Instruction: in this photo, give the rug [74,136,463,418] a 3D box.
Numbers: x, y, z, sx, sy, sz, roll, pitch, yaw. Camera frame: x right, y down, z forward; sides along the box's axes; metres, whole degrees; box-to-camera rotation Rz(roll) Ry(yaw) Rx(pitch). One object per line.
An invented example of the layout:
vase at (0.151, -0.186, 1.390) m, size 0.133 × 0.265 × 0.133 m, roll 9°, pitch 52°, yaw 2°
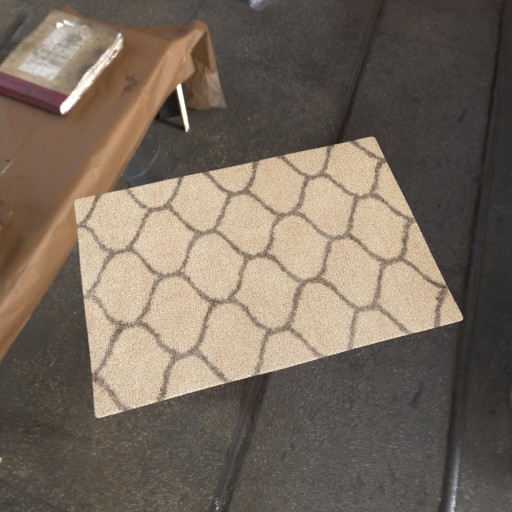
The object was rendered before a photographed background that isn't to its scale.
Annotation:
rug at (0.000, 0.000, 3.505) m, size 2.701 × 0.026 × 1.801 m, roll -13°, pitch 65°, yaw -6°
